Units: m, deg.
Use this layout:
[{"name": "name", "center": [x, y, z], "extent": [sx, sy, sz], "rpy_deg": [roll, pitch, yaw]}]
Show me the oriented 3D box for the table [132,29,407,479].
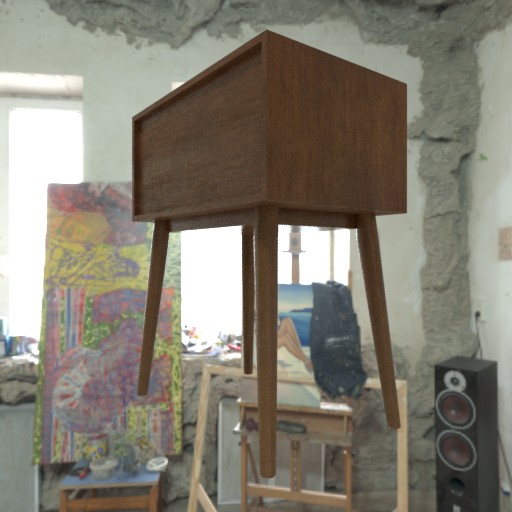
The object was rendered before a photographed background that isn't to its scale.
[{"name": "table", "center": [0.000, 0.000, 0.839], "extent": [0.307, 0.580, 0.454], "rpy_deg": [0, 0, -37]}]
